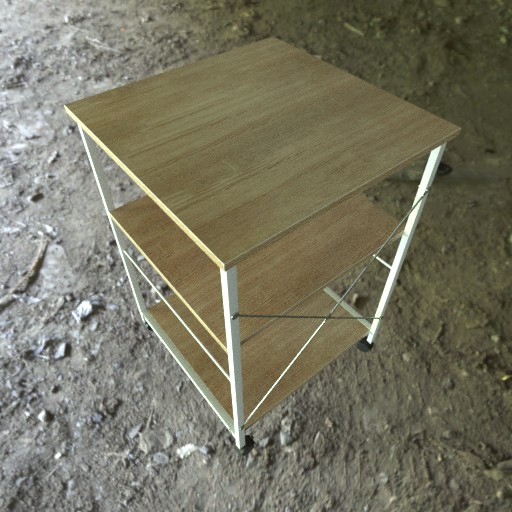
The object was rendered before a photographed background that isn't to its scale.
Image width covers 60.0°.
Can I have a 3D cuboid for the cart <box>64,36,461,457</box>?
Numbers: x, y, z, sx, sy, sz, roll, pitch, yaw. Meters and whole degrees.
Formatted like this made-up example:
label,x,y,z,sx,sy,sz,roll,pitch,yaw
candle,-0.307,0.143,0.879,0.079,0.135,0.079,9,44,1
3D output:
label,x,y,z,sx,sy,sz,roll,pitch,yaw
cart,0.000,0.000,1.096,0.521,0.762,0.520,-30,54,-25
